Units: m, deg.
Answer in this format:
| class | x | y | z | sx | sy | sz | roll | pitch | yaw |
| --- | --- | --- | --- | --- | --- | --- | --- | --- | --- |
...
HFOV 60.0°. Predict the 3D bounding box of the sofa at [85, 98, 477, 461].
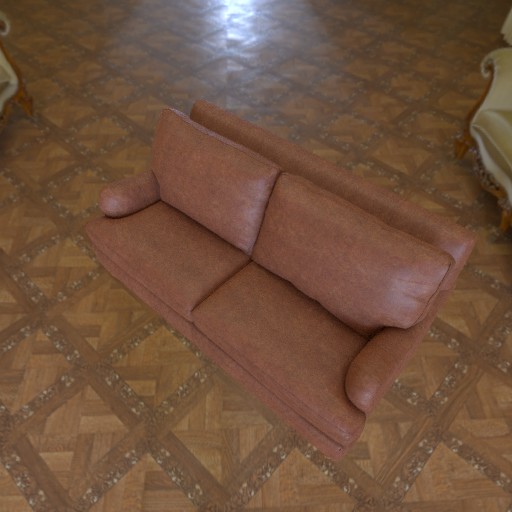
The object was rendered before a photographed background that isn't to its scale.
| class | x | y | z | sx | sy | sz | roll | pitch | yaw |
| --- | --- | --- | --- | --- | --- | --- | --- | --- | --- |
| sofa | 0.000 | 0.000 | 2.747 | 2.144 | 1.071 | 1.147 | 34 | 57 | 26 |
